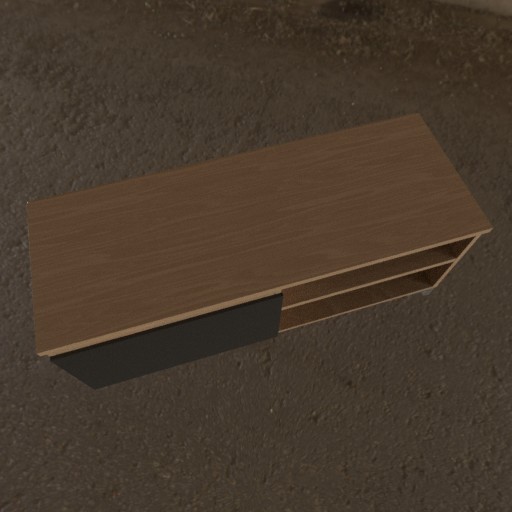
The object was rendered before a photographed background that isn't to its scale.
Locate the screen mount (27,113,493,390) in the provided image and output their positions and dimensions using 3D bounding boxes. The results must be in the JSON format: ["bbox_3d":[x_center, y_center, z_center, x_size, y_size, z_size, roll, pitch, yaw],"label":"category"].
[{"bbox_3d":[0.000,0.000,1.285,1.084,0.432,0.406,-15,63,-8],"label":"screen mount"}]
